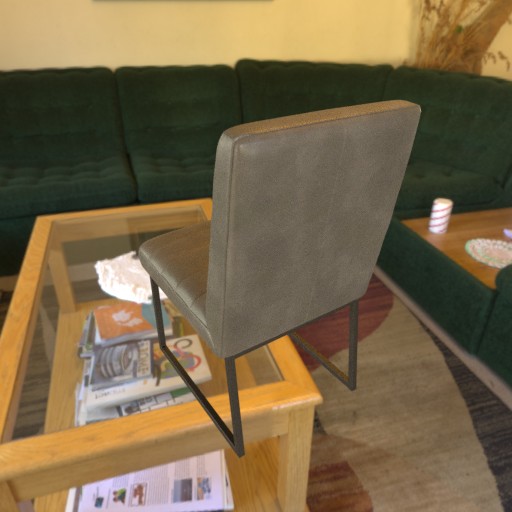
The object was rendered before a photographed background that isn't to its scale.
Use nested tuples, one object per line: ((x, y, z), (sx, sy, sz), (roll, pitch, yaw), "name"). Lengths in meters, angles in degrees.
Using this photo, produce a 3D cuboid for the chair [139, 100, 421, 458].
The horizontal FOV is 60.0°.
((0.000, 0.000, 1.321), (0.520, 0.930, 0.634), (-19, 35, -29), "chair")
